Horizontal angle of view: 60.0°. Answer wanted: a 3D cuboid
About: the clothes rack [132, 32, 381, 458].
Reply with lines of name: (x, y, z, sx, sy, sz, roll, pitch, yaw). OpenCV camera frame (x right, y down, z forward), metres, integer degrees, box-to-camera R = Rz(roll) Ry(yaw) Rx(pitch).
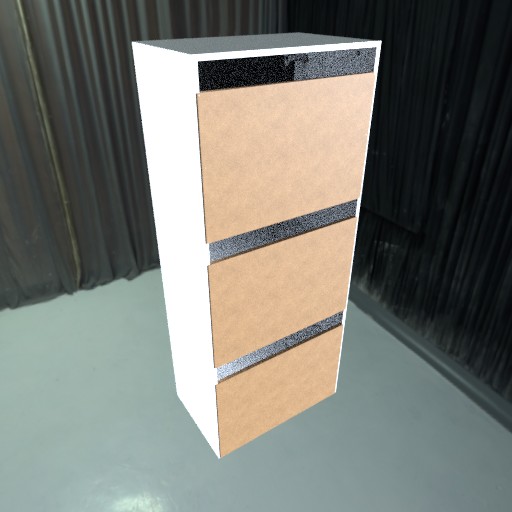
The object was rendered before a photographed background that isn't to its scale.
clothes rack: (0.000, 0.000, 1.356, 0.500, 1.187, 0.330, -19, 35, -28)
